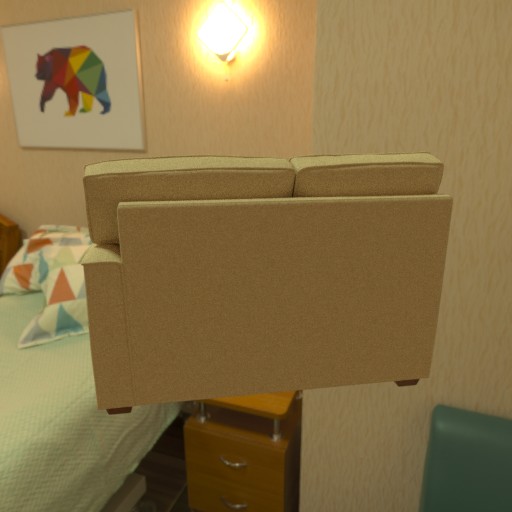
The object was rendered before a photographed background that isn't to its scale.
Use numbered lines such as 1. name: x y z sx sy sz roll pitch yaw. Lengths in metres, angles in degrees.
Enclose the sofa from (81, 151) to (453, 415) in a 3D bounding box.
1. sofa: 0.000 0.000 2.102 1.388 0.989 0.991 -3 16 -9
